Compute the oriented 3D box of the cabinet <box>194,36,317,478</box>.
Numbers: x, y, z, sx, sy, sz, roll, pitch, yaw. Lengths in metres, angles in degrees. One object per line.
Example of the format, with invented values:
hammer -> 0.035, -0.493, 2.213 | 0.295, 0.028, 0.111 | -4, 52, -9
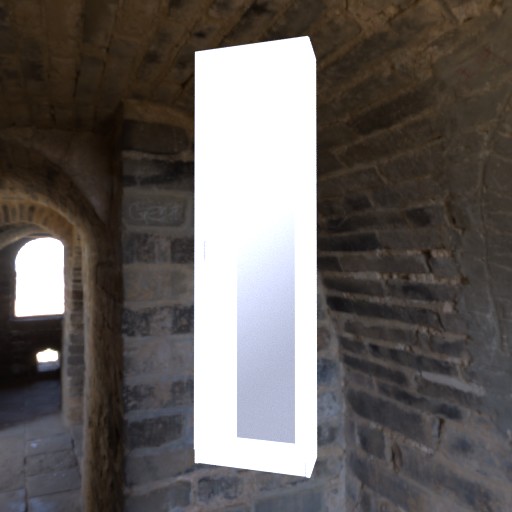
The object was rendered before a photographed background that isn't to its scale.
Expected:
cabinet -> 0.000, 0.000, 1.953 | 0.500, 1.790, 0.230 | 0, -1, 16
